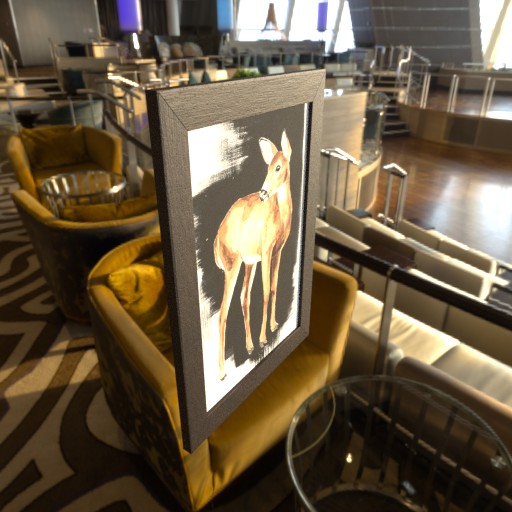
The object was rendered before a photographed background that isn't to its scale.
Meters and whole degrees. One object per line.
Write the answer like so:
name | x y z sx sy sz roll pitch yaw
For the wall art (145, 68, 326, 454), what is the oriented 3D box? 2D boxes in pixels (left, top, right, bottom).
wall art | 0.000 0.000 0.683 0.017 0.513 0.359 18 32 31
